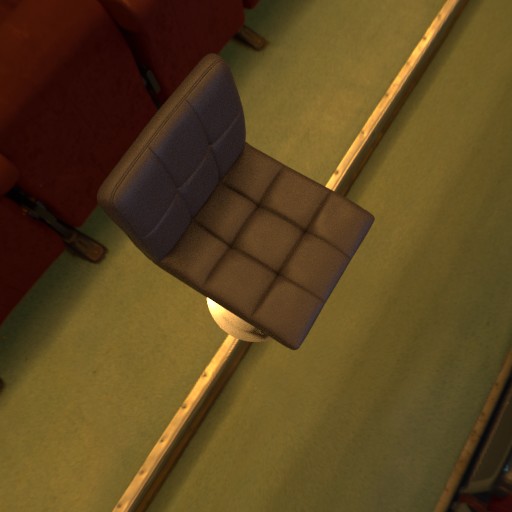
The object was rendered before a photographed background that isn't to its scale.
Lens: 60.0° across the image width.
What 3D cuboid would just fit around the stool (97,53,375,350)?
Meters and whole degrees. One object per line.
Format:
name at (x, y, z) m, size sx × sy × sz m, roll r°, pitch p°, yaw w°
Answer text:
stool at (0.000, 0.000, 1.386) m, size 0.505 × 1.115 × 0.430 m, roll 31°, pitch 76°, yaw 9°
